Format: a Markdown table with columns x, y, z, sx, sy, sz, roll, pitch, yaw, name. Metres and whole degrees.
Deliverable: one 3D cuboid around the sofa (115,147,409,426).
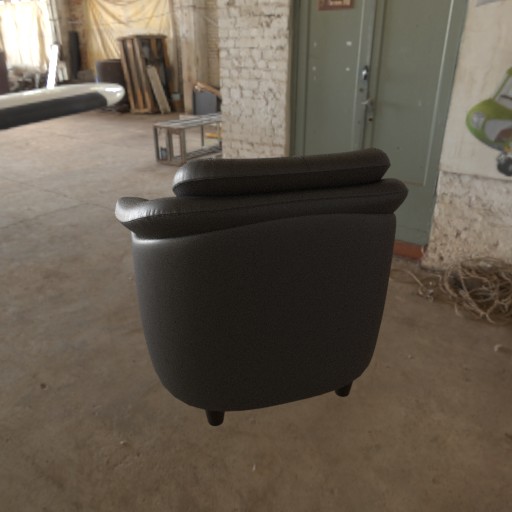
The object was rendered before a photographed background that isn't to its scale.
| x | y | z | sx | sy | sz | roll | pitch | yaw | name |
| --- | --- | --- | --- | --- | --- | --- | --- | --- | --- |
| 0.000 | 0.000 | 1.489 | 0.870 | 0.811 | 0.794 | -7 | 26 | -15 | sofa |
